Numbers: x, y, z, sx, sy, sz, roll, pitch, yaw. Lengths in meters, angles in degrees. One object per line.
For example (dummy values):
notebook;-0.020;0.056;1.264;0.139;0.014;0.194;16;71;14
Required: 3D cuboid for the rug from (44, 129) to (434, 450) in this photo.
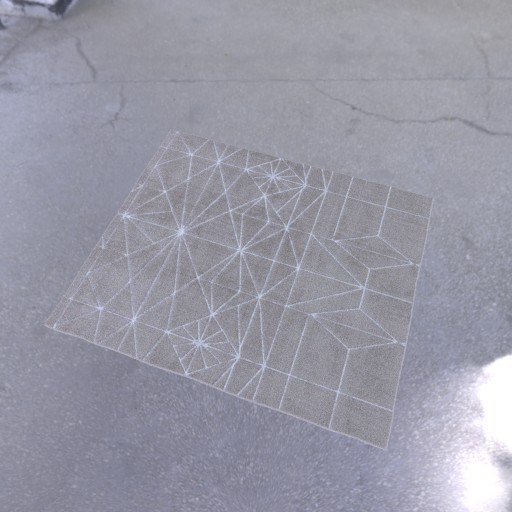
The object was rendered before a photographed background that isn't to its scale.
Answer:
rug;0.000;0.000;0.897;0.639;0.006;0.548;17;60;10
